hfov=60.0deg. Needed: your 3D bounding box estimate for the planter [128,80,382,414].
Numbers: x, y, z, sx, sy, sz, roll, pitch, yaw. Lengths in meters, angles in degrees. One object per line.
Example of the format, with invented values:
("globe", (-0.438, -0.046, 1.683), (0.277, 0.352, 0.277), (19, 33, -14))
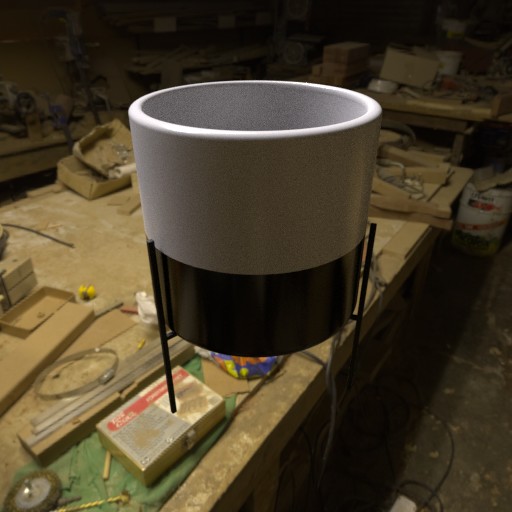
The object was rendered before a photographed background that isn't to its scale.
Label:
("planter", (0.000, 0.000, 0.642), (0.310, 0.432, 0.310), (20, 36, 30))
